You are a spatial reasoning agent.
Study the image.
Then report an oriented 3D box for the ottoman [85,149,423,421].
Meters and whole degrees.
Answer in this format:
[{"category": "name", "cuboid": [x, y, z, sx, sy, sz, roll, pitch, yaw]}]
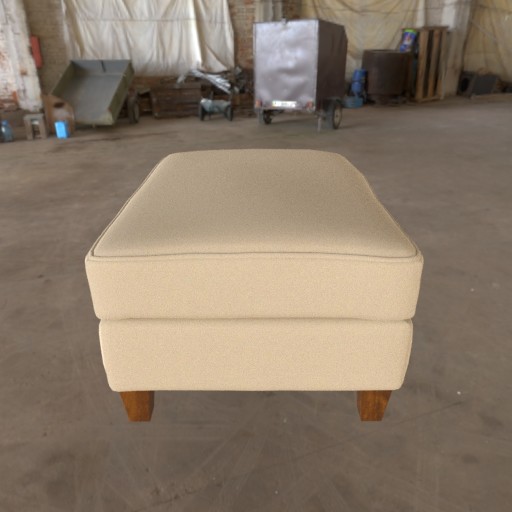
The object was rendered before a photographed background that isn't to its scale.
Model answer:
[{"category": "ottoman", "cuboid": [0.000, 0.000, 1.218, 0.634, 0.485, 0.818, 0, 26, 0]}]
